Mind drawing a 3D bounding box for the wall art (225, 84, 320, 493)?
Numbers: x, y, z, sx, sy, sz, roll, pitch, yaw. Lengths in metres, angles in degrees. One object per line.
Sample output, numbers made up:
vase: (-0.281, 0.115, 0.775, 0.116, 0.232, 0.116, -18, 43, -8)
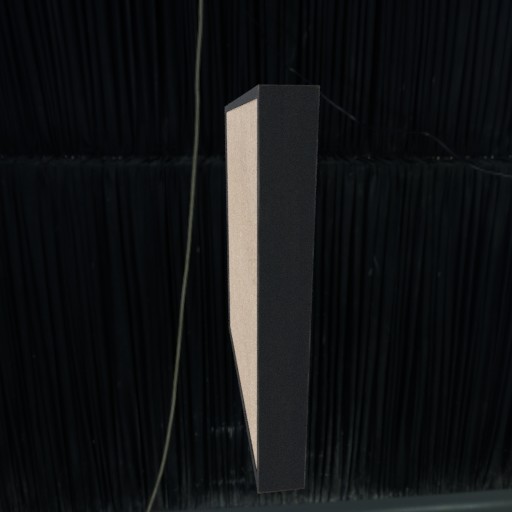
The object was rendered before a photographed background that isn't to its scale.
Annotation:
wall art: (0.000, 0.000, 0.458, 0.038, 0.305, 0.305, -2, 16, -7)
